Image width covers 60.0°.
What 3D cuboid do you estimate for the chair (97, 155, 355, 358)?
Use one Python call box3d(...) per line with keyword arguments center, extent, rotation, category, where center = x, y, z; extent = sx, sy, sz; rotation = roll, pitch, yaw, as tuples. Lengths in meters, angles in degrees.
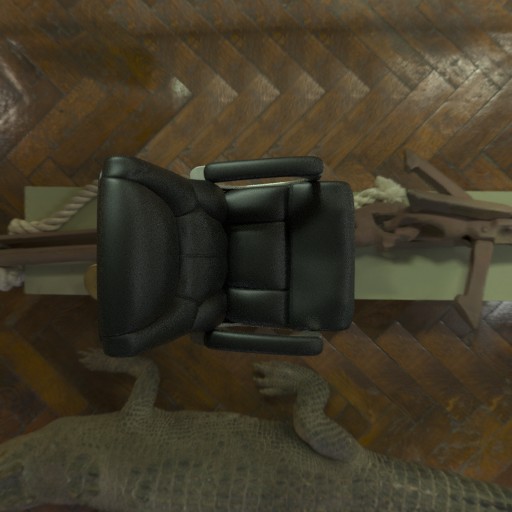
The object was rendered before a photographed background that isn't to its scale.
box3d(center=(0.000, 0.000, 1.565), extent=(0.739, 1.155, 0.663), rotation=(0, 90, 0), category="chair")
